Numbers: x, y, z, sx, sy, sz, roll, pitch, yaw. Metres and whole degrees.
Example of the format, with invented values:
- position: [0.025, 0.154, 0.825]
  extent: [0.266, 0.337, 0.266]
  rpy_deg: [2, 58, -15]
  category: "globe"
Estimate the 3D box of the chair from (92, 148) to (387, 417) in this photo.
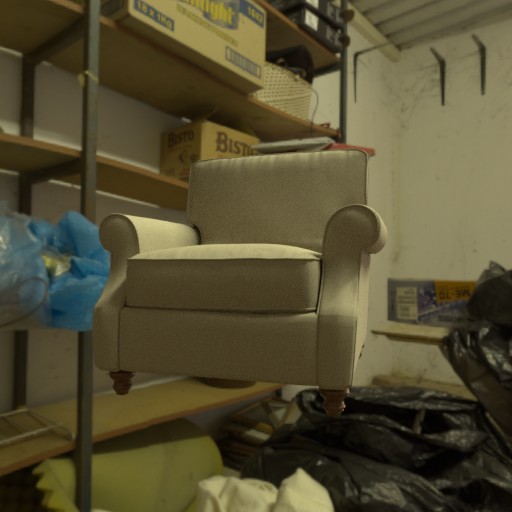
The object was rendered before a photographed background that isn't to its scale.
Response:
- position: [0.000, 0.000, 1.812]
  extent: [1.029, 0.967, 0.966]
  rpy_deg: [0, -1, 17]
  category: "chair"
